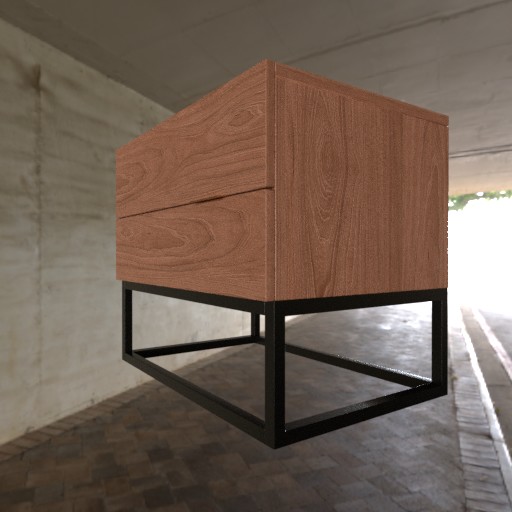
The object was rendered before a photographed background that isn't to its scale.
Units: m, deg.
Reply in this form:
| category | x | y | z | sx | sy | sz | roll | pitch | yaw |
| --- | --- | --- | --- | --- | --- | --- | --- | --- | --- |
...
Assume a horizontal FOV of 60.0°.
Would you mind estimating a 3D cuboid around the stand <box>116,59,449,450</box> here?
| category | x | y | z | sx | sy | sz | roll | pitch | yaw |
| --- | --- | --- | --- | --- | --- | --- | --- | --- | --- |
| stand | 0.000 | 0.000 | 0.916 | 0.420 | 0.500 | 0.600 | 0 | 0 | -35 |
